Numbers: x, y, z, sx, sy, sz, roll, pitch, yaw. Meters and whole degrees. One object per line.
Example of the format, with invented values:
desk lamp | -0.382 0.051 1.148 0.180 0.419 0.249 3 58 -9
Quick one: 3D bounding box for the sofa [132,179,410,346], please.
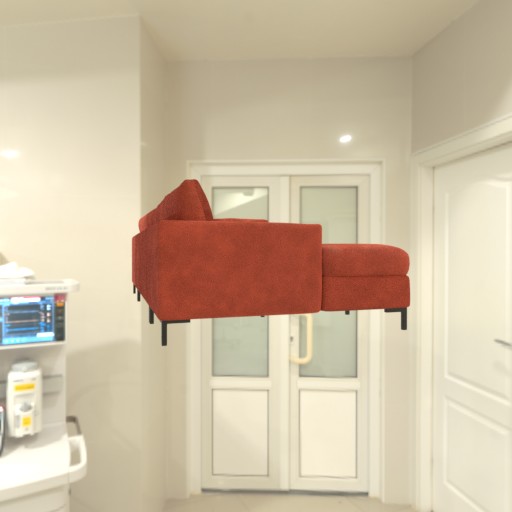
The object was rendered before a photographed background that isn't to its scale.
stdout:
sofa | 0.000 0.000 3.866 1.981 0.858 2.971 0 1 -18
